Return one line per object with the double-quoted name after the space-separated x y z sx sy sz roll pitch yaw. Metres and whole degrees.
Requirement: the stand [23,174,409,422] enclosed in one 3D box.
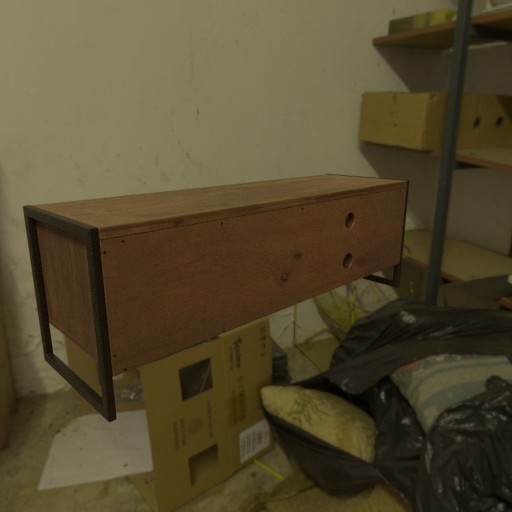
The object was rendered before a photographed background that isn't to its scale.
0.000 0.000 1.714 1.480 0.506 0.454 -15 21 -42 "stand"
